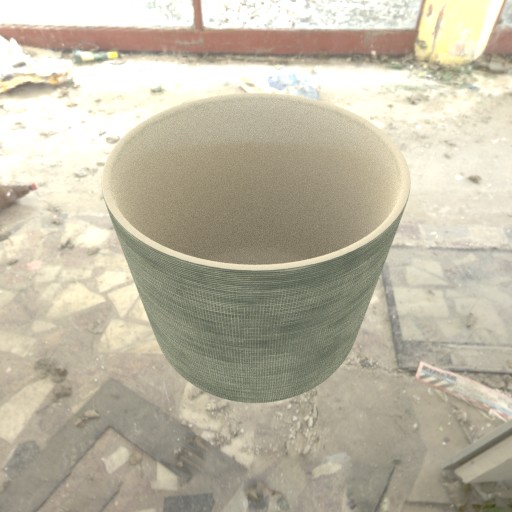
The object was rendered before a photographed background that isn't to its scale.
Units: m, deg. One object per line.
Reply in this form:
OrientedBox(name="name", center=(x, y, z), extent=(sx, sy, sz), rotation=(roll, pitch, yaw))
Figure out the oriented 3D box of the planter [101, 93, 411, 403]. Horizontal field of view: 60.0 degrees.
OrientedBox(name="planter", center=(0.000, 0.000, 0.789), extent=(0.440, 0.398, 0.440), rotation=(0, 45, 0))
